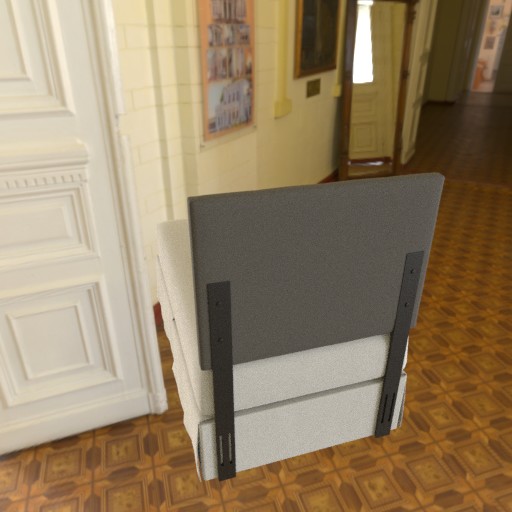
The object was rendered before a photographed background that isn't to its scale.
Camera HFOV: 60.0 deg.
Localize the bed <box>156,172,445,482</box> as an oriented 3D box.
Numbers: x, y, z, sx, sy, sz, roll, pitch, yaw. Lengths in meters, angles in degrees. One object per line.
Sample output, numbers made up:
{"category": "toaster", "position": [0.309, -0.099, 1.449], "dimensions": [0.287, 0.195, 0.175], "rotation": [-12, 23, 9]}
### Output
{"category": "bed", "position": [0.000, 0.000, 2.971], "dimensions": [1.261, 1.571, 1.997], "rotation": [-8, 28, -15]}
